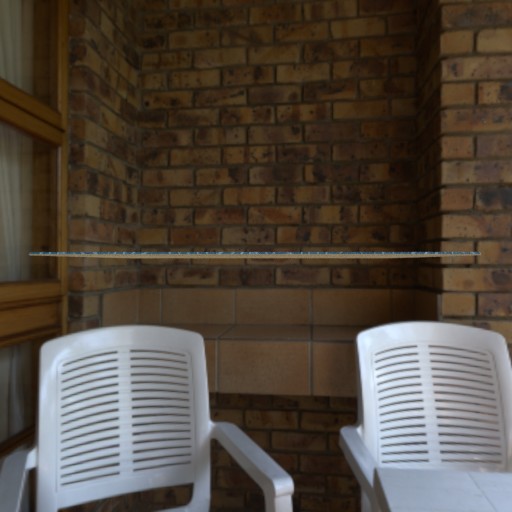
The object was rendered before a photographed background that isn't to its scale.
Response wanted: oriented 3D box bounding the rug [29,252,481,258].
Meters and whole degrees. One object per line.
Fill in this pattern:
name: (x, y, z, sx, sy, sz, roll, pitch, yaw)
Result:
rug: (0.000, 0.000, 2.868, 2.144, 0.015, 1.543, 0, -1, 1)
